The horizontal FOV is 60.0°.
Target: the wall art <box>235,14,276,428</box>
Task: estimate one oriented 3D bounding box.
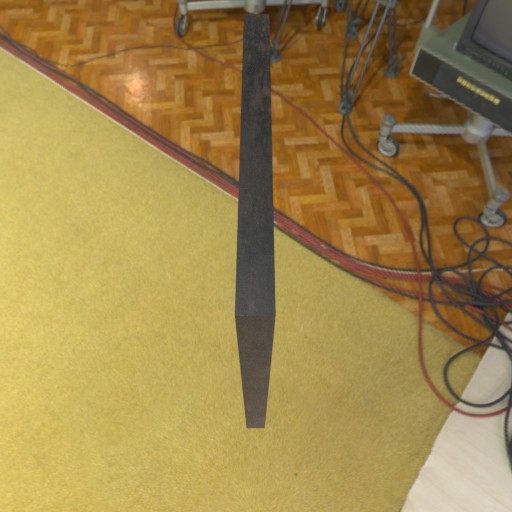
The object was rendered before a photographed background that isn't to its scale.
[{"bbox_3d":[0.000,0.000,0.540,0.027,0.406,0.329,0,59,0],"label":"wall art"}]
